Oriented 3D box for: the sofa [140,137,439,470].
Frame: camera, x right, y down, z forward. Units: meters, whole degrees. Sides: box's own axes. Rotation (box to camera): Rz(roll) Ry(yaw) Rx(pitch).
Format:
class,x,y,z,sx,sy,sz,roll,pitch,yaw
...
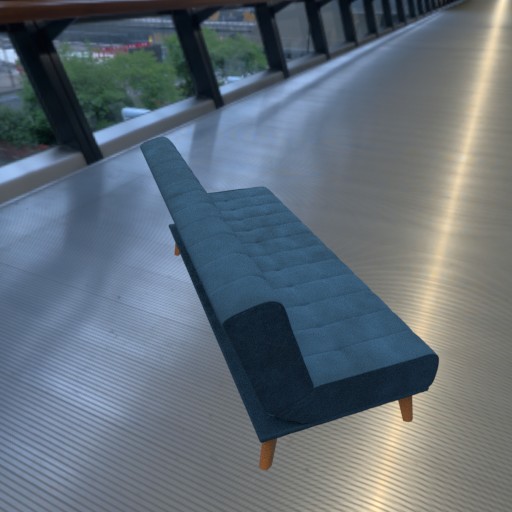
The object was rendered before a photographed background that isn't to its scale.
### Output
class,x,y,z,sx,sy,sz,roll,pitch,yaw
sofa,0.000,0.000,2.274,0.855,0.813,1.804,-10,32,-17
